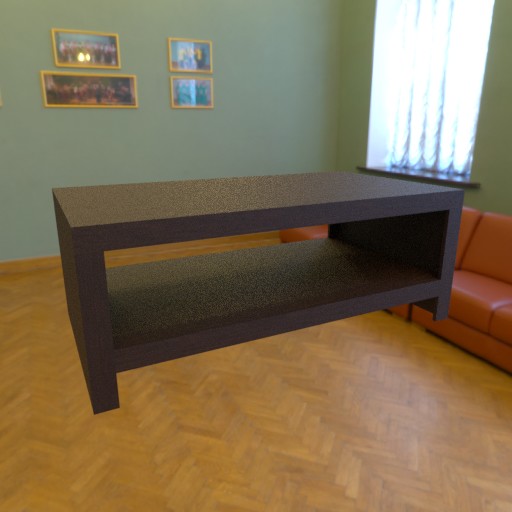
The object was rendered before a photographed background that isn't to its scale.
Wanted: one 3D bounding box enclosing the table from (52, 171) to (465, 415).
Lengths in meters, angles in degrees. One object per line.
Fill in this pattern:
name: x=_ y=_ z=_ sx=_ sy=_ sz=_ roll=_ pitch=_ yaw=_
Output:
table: x=0.000 y=0.000 z=1.402 sx=1.099 sy=0.424 sz=0.597 roll=-8 pitch=19 yaw=-26
